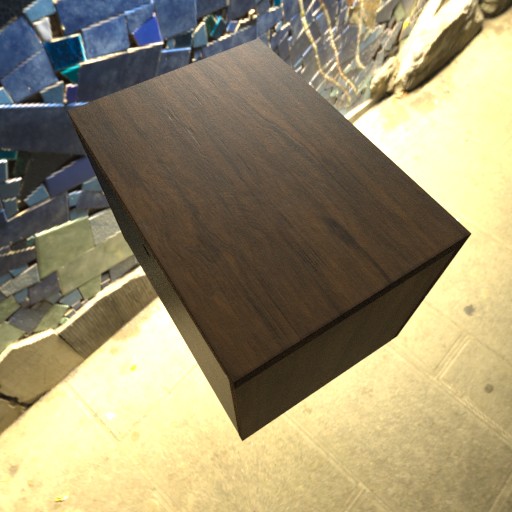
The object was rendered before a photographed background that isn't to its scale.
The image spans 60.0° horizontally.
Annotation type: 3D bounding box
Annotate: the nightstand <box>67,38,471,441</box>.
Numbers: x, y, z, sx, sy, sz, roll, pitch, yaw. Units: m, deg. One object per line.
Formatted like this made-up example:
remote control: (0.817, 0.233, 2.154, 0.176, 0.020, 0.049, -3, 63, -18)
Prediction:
nightstand: (0.000, 0.000, 1.025, 0.458, 0.610, 0.610, -29, 62, -16)
